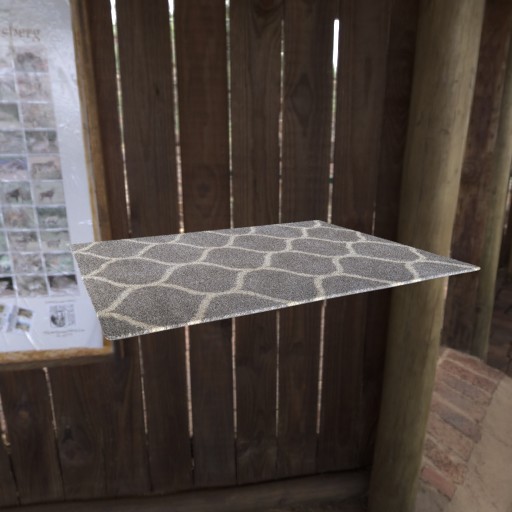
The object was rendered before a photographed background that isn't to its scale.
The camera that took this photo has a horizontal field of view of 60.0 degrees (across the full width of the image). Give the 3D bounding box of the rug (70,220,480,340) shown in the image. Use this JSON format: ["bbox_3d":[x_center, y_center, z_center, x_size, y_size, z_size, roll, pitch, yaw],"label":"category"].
[{"bbox_3d":[0.000,0.000,4.063,3.000,0.026,2.399,-7,17,-26],"label":"rug"}]
